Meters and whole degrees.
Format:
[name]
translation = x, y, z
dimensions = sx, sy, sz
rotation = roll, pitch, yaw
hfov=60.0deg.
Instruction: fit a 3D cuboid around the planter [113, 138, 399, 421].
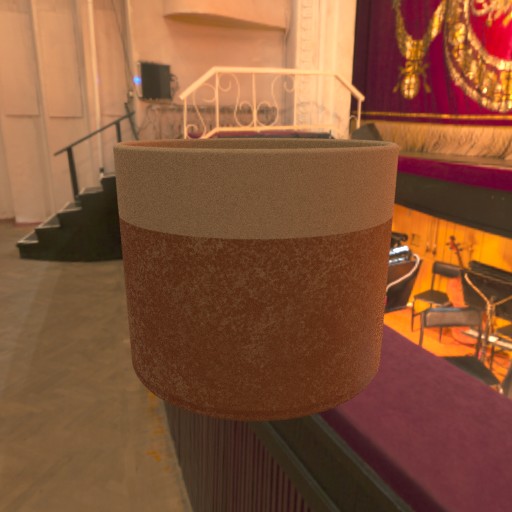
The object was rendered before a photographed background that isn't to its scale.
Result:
[planter]
translation = 0.000, 0.000, 0.276
dimensions = 0.159, 0.138, 0.159
rotation = 0, 17, 0
